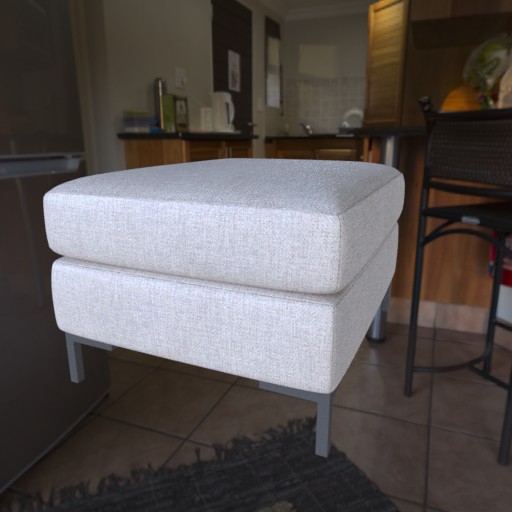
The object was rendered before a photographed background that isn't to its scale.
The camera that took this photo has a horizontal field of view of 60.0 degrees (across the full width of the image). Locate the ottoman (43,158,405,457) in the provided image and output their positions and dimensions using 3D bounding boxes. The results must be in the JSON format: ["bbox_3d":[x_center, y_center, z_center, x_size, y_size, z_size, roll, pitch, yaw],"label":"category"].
[{"bbox_3d":[0.000,0.000,1.193,0.671,0.490,0.820,7,17,23],"label":"ottoman"}]
